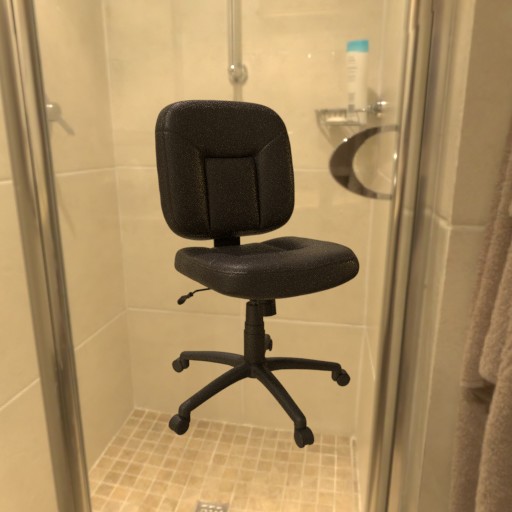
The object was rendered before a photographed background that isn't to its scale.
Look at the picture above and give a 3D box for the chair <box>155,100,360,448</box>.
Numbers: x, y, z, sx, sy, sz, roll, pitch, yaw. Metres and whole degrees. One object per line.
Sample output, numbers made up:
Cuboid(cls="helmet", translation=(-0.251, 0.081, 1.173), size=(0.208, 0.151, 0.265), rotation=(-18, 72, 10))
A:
Cuboid(cls="chair", translation=(0.000, 0.000, 1.383), size=(0.647, 0.959, 0.646), rotation=(-7, 16, -26))
